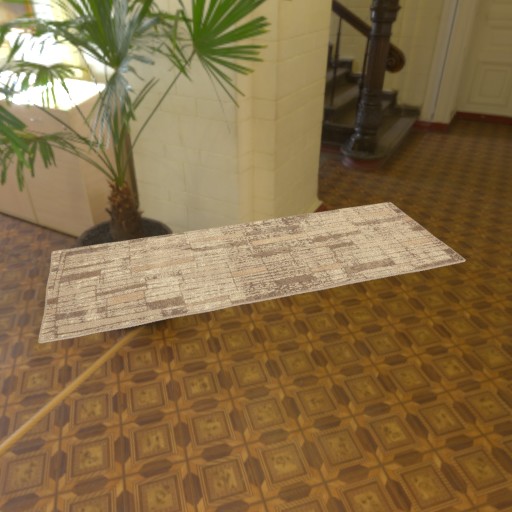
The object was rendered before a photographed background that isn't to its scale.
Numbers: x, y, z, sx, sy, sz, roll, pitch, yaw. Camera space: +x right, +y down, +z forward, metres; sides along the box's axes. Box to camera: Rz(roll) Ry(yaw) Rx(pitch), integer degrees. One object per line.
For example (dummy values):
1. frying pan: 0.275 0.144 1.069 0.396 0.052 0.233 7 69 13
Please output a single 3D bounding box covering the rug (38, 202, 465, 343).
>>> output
1. rug: 0.000 0.000 2.700 2.383 0.018 0.857 -9 34 -14
